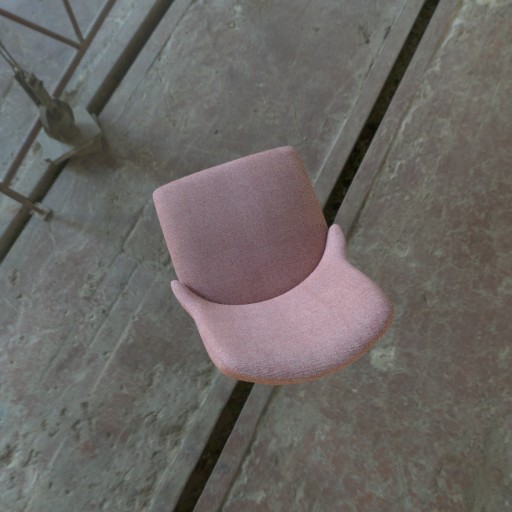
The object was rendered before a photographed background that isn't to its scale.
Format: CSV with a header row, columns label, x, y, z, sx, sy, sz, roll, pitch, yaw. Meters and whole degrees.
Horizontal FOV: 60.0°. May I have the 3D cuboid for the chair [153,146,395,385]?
label,x,y,z,sx,sy,sz,roll,pitch,yaw
chair,0.000,0.000,1.296,0.535,0.918,0.707,-18,77,-5
